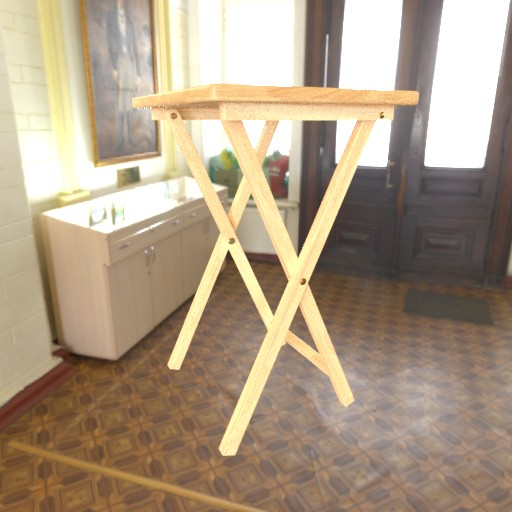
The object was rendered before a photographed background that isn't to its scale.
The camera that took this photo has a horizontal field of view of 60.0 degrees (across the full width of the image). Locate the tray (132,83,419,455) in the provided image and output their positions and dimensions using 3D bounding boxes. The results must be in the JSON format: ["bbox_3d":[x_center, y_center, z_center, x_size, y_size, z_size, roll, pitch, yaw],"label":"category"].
[{"bbox_3d":[0.000,0.000,0.966,0.381,0.660,0.483,-9,19,-26],"label":"tray"}]
